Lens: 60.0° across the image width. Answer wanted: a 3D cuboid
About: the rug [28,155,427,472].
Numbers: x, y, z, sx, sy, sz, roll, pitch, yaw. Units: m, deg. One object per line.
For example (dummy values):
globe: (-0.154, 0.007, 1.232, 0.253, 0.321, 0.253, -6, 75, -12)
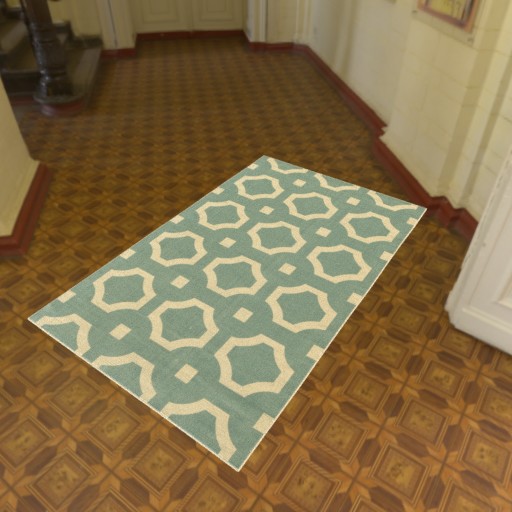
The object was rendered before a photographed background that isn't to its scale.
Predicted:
rug: (0.000, 0.000, 2.999, 1.528, 0.015, 2.443, 24, 46, 26)
